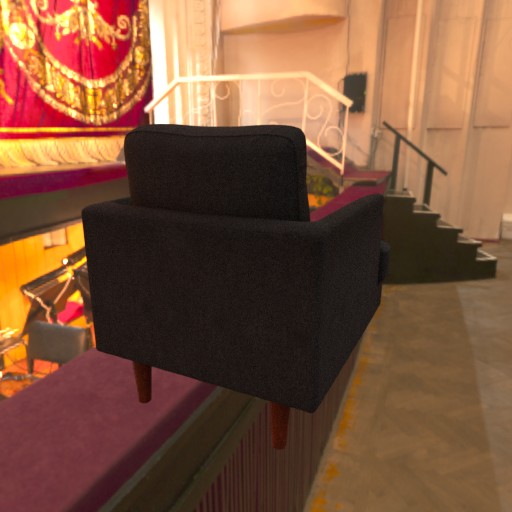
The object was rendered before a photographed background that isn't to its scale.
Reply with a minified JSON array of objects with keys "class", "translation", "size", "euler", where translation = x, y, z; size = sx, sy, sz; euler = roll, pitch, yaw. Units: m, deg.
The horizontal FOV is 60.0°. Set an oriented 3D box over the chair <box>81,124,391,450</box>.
[{"class":"chair","translation":[0.000,0.000,1.681],"size":[0.858,0.957,0.899],"euler":[8,18,26]}]
